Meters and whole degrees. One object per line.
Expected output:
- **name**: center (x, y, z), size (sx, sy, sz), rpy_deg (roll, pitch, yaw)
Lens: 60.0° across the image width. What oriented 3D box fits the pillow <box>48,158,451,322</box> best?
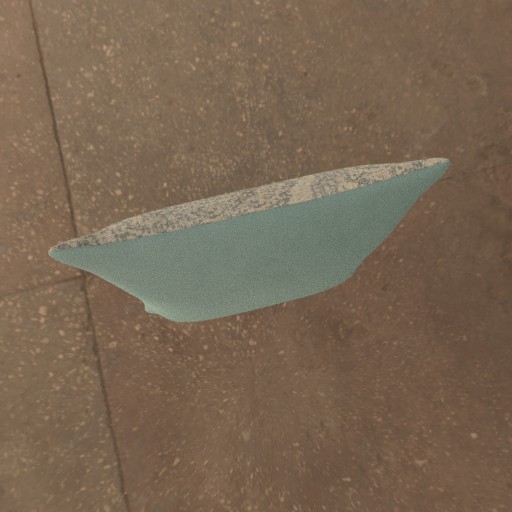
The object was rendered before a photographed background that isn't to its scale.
- **pillow**: center (0.000, 0.000, 0.801), size (0.526, 0.507, 0.166), rpy_deg (-13, 75, -4)
